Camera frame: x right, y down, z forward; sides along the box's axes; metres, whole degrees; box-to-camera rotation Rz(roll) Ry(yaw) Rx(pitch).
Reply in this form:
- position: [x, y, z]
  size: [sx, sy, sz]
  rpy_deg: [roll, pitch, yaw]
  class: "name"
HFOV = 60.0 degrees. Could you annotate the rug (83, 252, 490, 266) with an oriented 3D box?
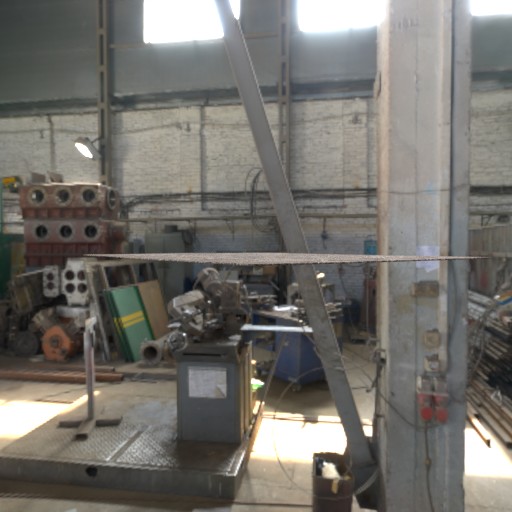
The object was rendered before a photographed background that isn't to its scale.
- position: [0.000, 0.000, 5.317]
  size: [2.997, 0.020, 4.093]
  rpy_deg: [-1, 2, -36]
  class: "rug"
